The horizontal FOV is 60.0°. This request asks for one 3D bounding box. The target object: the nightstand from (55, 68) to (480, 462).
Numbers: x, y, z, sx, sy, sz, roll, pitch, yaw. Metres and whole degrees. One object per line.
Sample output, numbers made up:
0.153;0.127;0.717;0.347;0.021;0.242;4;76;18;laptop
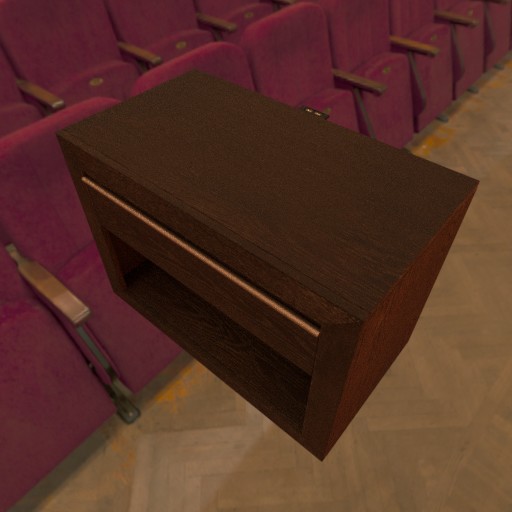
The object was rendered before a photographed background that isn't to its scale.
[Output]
0.000;0.000;1.131;0.775;0.612;0.457;32;54;27;nightstand
